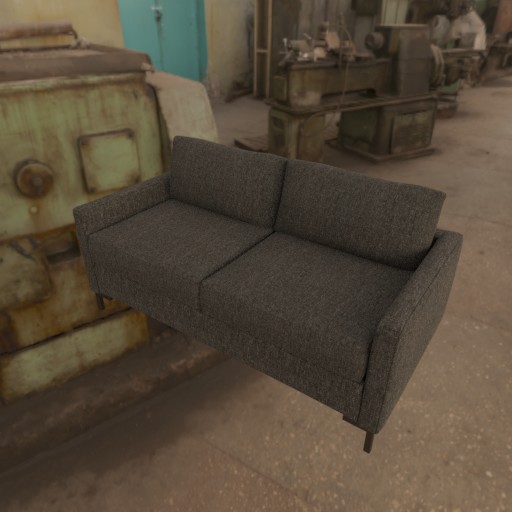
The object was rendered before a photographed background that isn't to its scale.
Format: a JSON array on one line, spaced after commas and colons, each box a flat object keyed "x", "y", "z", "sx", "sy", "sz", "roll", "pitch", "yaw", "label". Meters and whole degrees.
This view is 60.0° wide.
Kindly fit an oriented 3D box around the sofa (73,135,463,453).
[{"x": 0.000, "y": 0.000, "z": 2.196, "sx": 1.716, "sy": 0.862, "sz": 0.866, "roll": 19, "pitch": 35, "yaw": 30, "label": "sofa"}]
